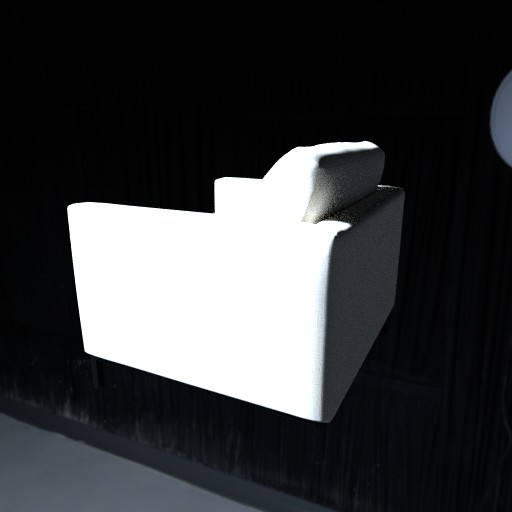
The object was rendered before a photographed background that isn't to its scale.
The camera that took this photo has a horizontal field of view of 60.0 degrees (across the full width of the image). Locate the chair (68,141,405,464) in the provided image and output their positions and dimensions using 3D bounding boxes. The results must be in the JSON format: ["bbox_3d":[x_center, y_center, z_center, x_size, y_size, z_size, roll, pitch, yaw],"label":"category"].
[{"bbox_3d":[0.000,0.000,1.618,0.875,0.806,0.964,8,17,26],"label":"chair"}]
